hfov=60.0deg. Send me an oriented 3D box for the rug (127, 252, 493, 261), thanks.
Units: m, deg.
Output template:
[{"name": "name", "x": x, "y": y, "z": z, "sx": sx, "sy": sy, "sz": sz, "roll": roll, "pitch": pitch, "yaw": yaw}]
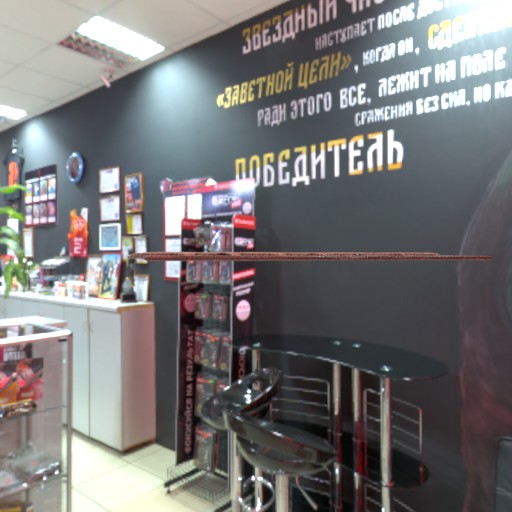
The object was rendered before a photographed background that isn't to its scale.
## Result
[{"name": "rug", "x": 0.000, "y": 0.000, "z": 2.272, "sx": 1.222, "sy": 0.030, "sz": 1.823, "roll": 0, "pitch": 0, "yaw": -18}]
